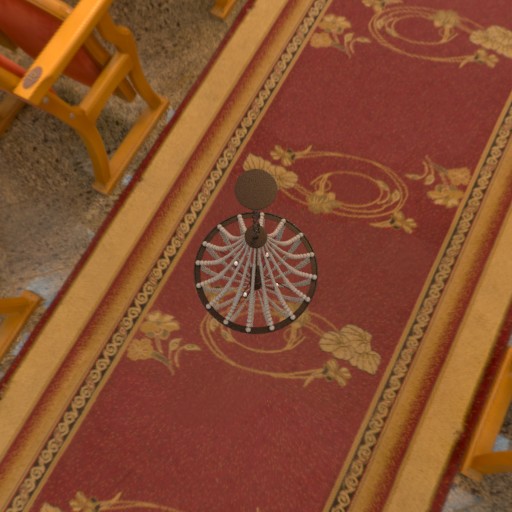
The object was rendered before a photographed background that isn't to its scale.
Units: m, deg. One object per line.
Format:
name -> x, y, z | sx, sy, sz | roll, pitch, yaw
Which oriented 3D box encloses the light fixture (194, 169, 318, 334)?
light fixture -> 0.000, 0.000, 1.356 | 0.450, 1.133, 0.450 | 0, 78, 0
